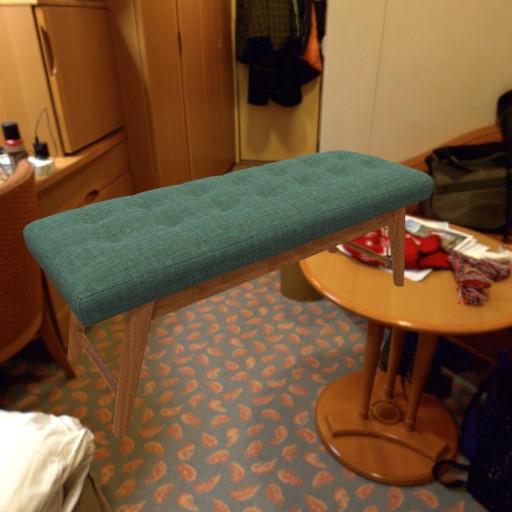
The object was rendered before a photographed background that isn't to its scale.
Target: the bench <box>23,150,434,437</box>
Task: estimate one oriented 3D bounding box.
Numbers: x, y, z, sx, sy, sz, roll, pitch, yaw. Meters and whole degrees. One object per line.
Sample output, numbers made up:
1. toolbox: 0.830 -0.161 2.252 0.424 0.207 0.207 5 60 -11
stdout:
1. bench: 0.000 0.000 1.308 1.118 0.432 0.406 -20 34 -33
